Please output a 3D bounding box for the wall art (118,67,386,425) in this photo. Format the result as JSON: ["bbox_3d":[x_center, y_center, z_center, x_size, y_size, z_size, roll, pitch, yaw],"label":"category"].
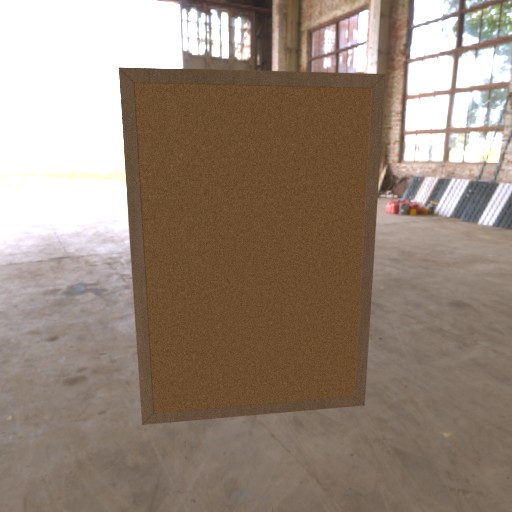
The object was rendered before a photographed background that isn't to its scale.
[{"bbox_3d":[0.000,0.000,0.656,0.356,0.509,0.031,-2,13,-8],"label":"wall art"}]
